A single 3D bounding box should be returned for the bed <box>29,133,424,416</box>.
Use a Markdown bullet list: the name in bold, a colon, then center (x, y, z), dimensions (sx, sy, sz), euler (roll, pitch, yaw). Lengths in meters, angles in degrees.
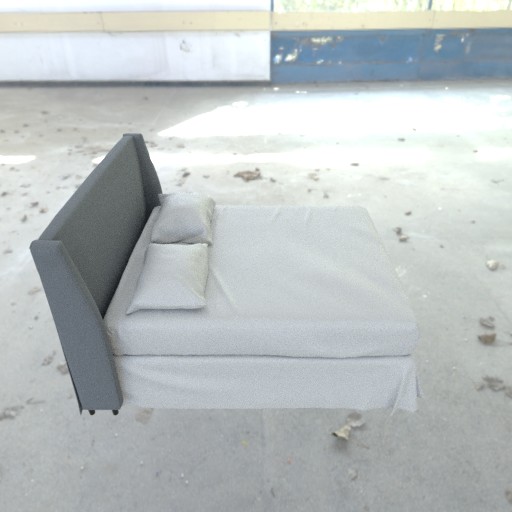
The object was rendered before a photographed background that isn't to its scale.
- **bed**: center (0.000, 0.000, 3.333), dimensions (2.276, 1.332, 1.925), euler (0, 32, 0)
